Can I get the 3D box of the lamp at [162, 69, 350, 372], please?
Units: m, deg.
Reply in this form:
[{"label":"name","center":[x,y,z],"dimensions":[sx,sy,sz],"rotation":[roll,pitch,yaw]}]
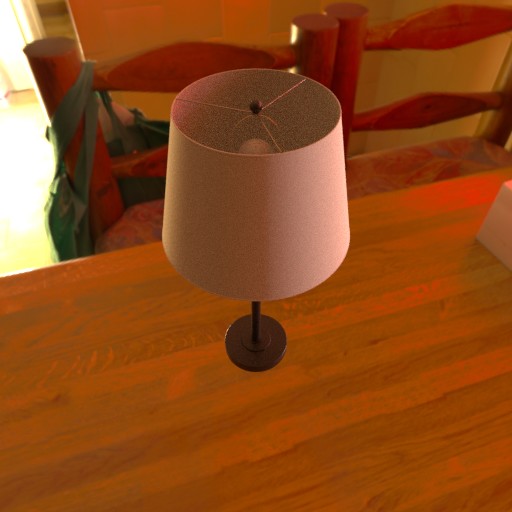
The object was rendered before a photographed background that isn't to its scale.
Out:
[{"label":"lamp","center":[0.000,0.000,0.928],"dimensions":[0.363,0.696,0.363],"rotation":[0,47,0]}]
